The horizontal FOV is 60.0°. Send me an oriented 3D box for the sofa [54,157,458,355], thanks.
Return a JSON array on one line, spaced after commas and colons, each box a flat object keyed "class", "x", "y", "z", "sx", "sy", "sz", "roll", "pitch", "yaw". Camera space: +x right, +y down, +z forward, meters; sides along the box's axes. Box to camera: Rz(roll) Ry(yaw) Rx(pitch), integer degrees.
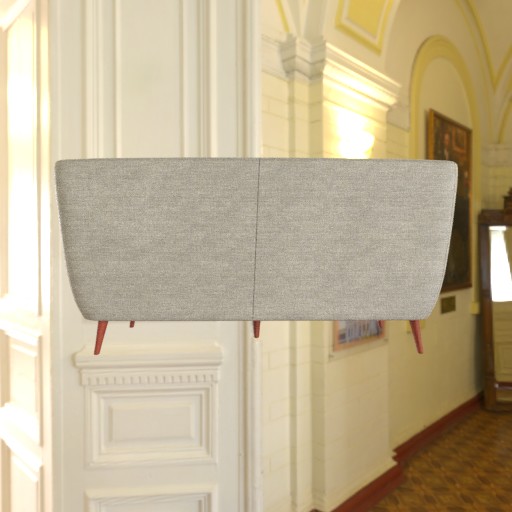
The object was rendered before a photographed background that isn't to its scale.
[{"class": "sofa", "x": 0.000, "y": 0.000, "z": 2.418, "sx": 1.930, "sy": 0.897, "sz": 0.976, "roll": 0, "pitch": 0, "yaw": -1}]
